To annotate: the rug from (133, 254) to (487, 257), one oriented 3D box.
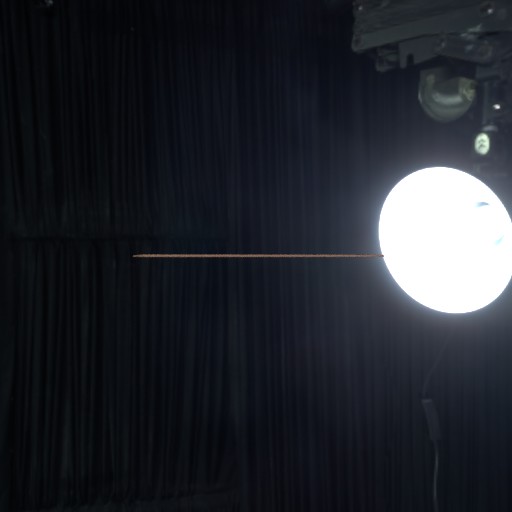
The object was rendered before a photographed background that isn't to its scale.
[{"bbox_3d":[0.000,0.000,2.323,1.219,0.008,1.829,0,0,-16],"label":"rug"}]
